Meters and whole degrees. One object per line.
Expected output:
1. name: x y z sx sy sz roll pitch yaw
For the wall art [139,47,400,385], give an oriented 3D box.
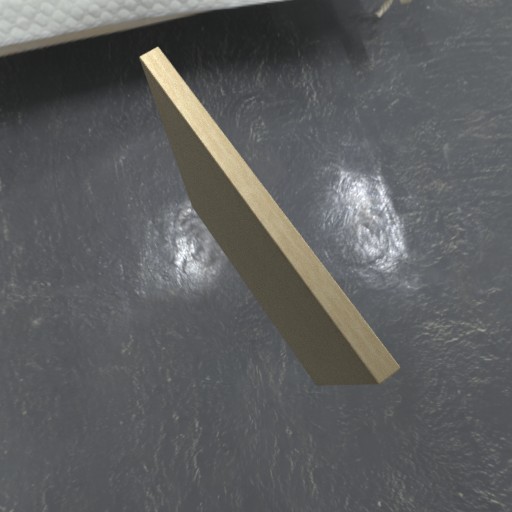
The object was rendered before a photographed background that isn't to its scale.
1. wall art: 0.000 0.000 0.770 0.030 0.506 0.503 -33 76 -9
